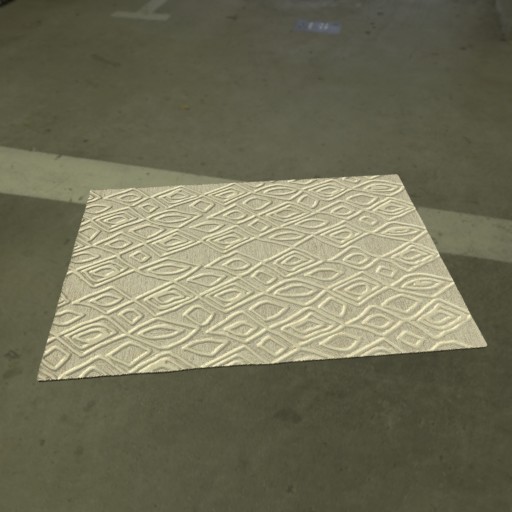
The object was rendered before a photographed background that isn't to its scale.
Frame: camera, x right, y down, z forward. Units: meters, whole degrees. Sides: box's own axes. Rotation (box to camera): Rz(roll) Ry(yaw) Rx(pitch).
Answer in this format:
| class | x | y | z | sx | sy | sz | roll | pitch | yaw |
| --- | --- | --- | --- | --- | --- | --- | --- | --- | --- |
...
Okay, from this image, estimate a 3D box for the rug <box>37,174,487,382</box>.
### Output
| class | x | y | z | sx | sy | sz | roll | pitch | yaw |
| --- | --- | --- | --- | --- | --- | --- | --- | --- | --- |
| rug | 0.000 | 0.000 | 2.207 | 1.832 | 0.016 | 1.224 | -4 | 46 | -3 |
